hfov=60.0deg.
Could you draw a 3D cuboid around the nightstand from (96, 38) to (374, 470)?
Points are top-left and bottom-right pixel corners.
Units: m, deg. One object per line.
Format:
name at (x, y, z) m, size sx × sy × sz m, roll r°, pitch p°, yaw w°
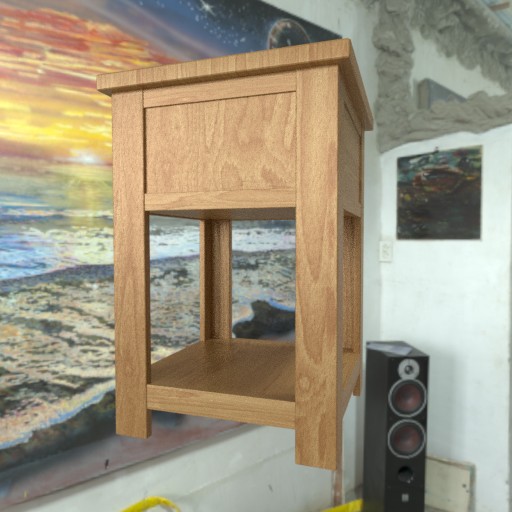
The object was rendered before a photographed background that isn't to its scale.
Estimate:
nightstand at (0.000, 0.000, 0.882) m, size 0.418 × 0.614 × 0.428 m, roll 1°, pitch 2°, yaw 19°
